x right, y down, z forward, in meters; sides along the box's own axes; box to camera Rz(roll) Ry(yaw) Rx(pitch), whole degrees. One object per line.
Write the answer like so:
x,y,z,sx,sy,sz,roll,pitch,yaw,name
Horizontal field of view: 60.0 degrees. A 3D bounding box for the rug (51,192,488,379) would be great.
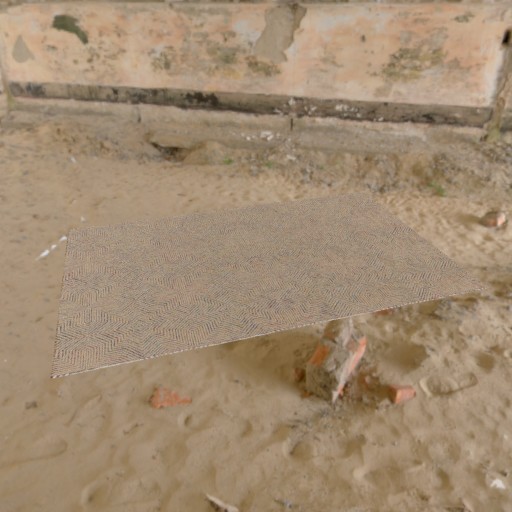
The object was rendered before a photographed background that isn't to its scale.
0.000,0.000,2.948,2.428,0.007,1.519,-9,32,-15,rug
